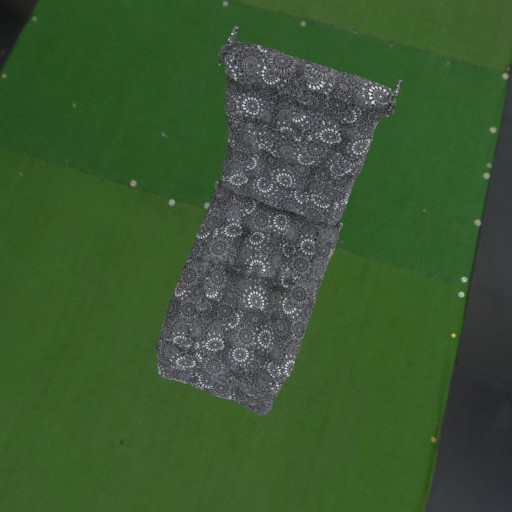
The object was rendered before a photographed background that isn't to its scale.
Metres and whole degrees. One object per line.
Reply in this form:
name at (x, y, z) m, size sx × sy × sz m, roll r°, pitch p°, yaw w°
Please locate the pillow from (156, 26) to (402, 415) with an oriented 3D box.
pillow at (0.000, 0.000, 1.496) m, size 0.526 × 0.863 × 1.016 m, roll 20°, pitch 77°, yaw 5°
